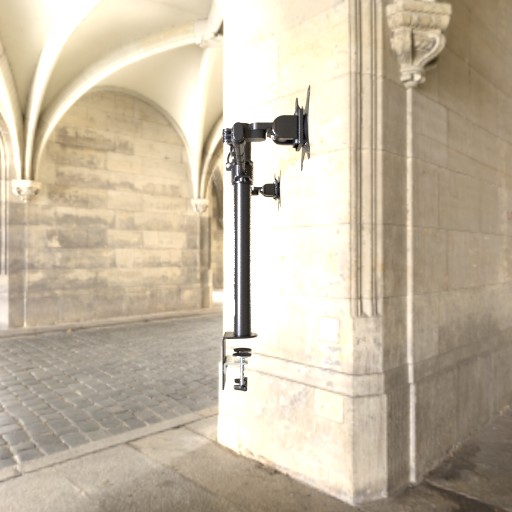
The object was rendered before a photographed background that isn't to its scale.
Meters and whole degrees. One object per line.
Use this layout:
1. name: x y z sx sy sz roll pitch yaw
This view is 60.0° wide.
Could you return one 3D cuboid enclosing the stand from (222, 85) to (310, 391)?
1. stand: 0.000 0.000 1.021 0.150 0.603 0.743 0 0 -1
